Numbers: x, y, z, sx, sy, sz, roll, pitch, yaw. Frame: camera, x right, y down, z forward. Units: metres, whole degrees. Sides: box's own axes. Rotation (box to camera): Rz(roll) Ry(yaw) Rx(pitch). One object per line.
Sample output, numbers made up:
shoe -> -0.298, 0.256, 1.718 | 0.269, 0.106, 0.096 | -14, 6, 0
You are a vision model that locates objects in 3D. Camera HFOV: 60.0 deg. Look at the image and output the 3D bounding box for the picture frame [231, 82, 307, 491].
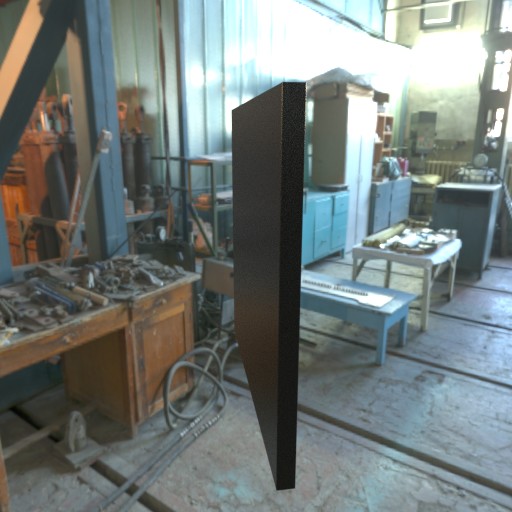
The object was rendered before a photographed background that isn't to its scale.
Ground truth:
picture frame -> 0.000, 0.000, 0.841 | 0.029, 0.557, 0.559 | -2, 15, -9
